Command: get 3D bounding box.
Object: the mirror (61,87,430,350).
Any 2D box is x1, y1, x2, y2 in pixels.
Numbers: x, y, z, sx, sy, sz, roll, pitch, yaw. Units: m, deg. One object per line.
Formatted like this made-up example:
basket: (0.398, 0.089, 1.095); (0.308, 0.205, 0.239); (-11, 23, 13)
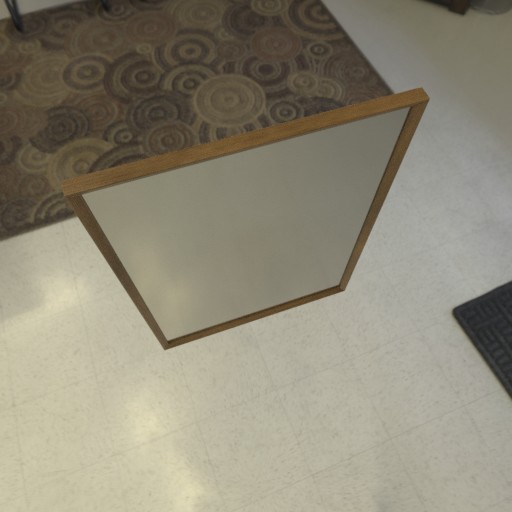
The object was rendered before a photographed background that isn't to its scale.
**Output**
mirror: (0.000, 0.000, 1.331); (0.762, 1.016, 0.041); (-17, 63, -9)
